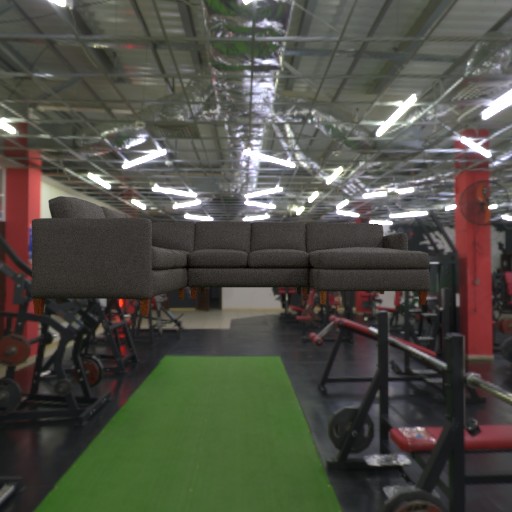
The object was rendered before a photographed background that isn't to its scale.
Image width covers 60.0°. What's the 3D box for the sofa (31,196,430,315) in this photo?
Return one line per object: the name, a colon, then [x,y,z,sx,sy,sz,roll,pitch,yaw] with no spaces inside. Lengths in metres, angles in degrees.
sofa: [0.000,0.000,4.643,3.460,0.961,2.594,0,-1,1]
